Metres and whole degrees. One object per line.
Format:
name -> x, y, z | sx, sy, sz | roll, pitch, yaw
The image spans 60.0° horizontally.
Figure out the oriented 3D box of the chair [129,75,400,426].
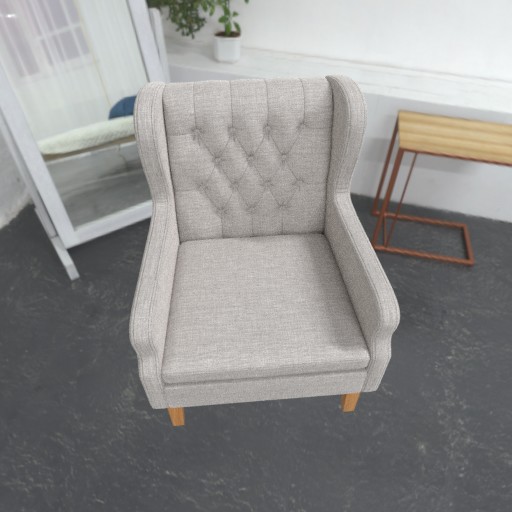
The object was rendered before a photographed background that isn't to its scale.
chair -> 0.000, 0.000, 1.455 | 0.710, 0.930, 0.760 | -4, 47, -3
